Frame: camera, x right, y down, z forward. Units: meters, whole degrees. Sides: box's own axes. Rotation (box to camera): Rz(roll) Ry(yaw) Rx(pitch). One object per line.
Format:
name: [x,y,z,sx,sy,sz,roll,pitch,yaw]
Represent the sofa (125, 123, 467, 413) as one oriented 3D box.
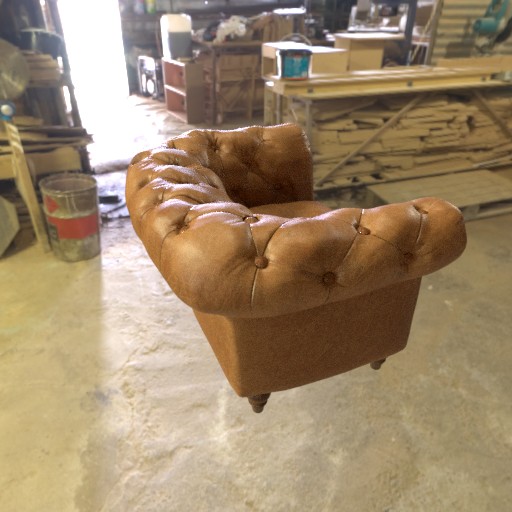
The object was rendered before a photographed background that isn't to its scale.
sofa: [0.000,0.000,2.008,1.033,0.878,1.405,-11,32,-19]
